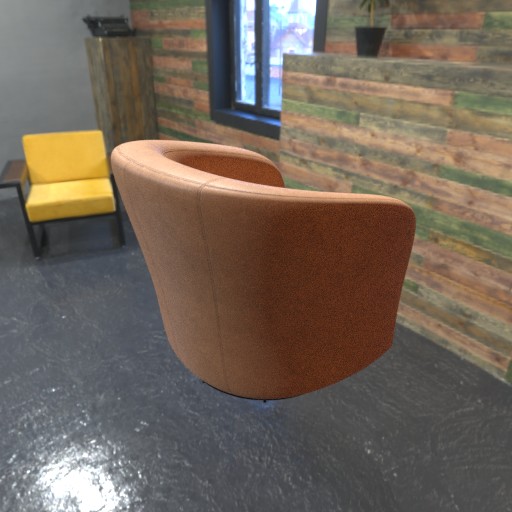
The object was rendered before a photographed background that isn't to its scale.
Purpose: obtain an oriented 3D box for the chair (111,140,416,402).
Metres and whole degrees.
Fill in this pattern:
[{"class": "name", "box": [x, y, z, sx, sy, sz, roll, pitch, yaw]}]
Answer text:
[{"class": "chair", "box": [0.000, 0.000, 1.477, 0.815, 0.771, 0.791, -19, 33, -32]}]
